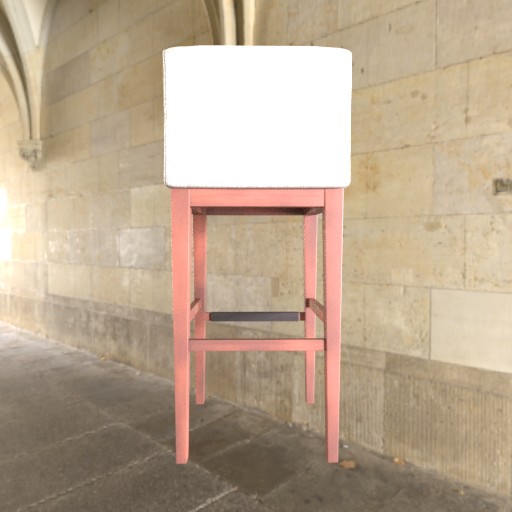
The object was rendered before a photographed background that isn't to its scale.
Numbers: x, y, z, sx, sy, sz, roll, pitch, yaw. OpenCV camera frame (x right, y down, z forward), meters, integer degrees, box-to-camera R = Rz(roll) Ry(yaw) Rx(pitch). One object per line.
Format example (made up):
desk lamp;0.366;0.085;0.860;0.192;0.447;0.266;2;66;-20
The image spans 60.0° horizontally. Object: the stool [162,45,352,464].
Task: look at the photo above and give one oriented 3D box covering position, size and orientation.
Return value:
stool;0.000;0.000;1.230;0.426;0.965;0.499;0;1;-1
